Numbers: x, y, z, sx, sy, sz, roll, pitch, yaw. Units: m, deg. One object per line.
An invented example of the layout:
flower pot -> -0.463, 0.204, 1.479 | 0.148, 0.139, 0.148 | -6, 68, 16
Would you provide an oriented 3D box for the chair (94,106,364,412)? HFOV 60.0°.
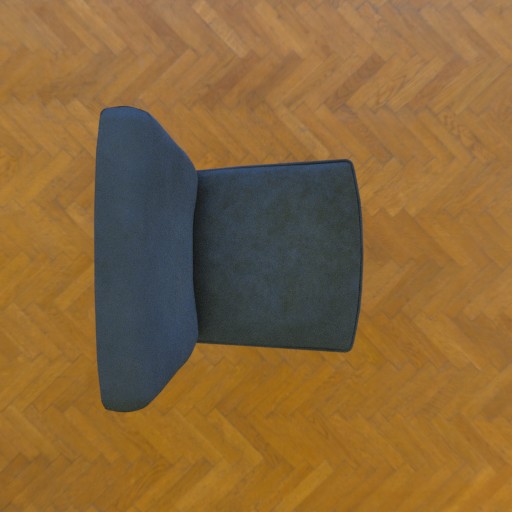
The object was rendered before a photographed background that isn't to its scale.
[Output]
chair -> 0.000, 0.000, 1.146 | 0.551, 0.806, 0.521 | 0, 91, 0
